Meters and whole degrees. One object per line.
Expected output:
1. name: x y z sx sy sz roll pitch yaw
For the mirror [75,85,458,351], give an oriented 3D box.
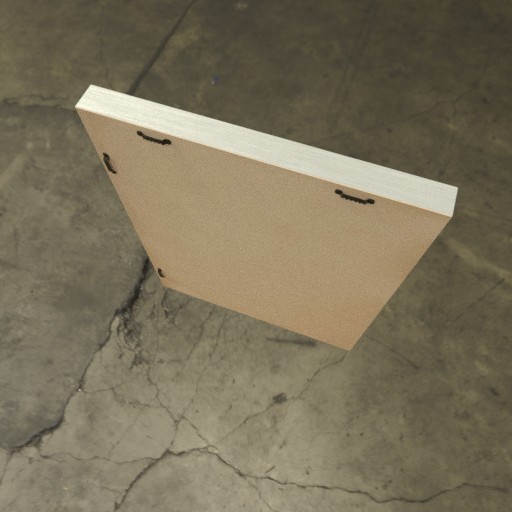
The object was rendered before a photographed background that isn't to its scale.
1. mirror: 0.000 0.000 0.682 0.405 0.508 0.041 18 65 9
